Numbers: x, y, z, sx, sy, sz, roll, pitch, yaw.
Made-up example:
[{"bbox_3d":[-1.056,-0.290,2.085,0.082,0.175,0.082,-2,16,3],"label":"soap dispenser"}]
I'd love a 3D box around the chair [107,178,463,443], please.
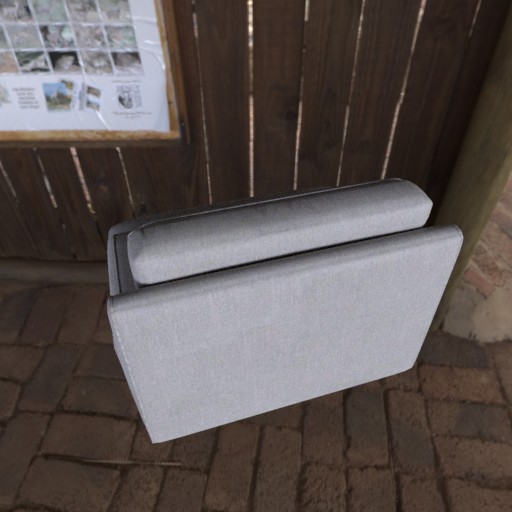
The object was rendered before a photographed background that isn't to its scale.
[{"bbox_3d":[0.000,0.000,1.982,1.270,0.974,1.043,-12,43,-13],"label":"chair"}]
